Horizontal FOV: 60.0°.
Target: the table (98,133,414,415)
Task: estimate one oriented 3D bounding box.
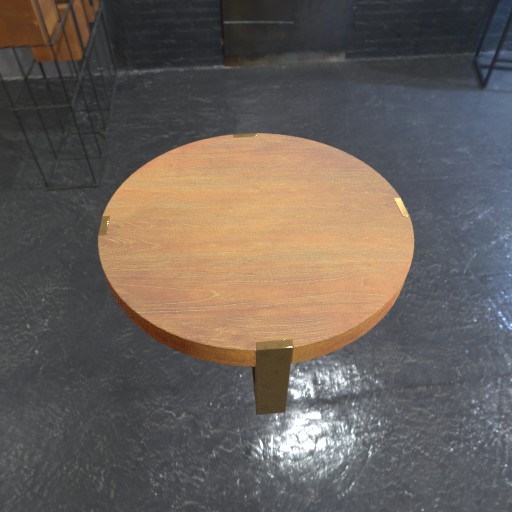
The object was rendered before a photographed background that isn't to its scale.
[{"bbox_3d":[0.000,0.000,1.745,1.100,0.420,1.100,0,47,0],"label":"table"}]
